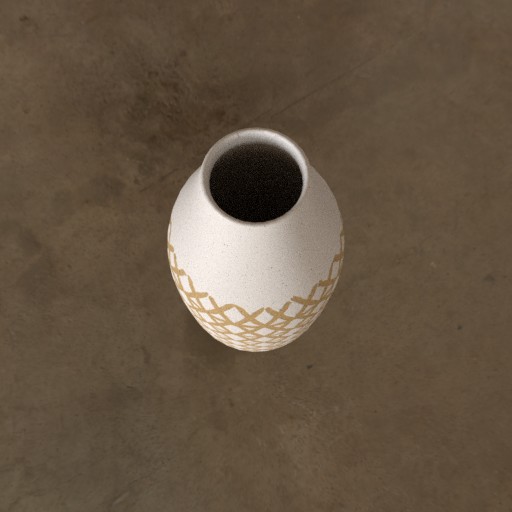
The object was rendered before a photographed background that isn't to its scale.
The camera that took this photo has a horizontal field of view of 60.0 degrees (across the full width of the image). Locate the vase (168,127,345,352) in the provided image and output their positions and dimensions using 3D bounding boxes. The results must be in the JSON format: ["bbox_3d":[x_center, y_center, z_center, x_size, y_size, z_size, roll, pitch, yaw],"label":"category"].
[{"bbox_3d":[0.000,0.000,0.480,0.186,0.380,0.186,0,73,0],"label":"vase"}]
